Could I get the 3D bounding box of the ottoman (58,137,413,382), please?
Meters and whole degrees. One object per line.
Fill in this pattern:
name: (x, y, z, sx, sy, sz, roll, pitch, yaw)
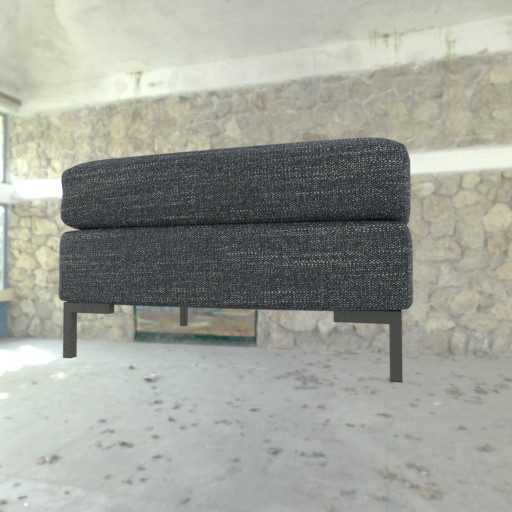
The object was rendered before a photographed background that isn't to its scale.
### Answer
ottoman: (0.000, 0.000, 1.237, 0.814, 0.491, 0.667, 0, -2, 17)
